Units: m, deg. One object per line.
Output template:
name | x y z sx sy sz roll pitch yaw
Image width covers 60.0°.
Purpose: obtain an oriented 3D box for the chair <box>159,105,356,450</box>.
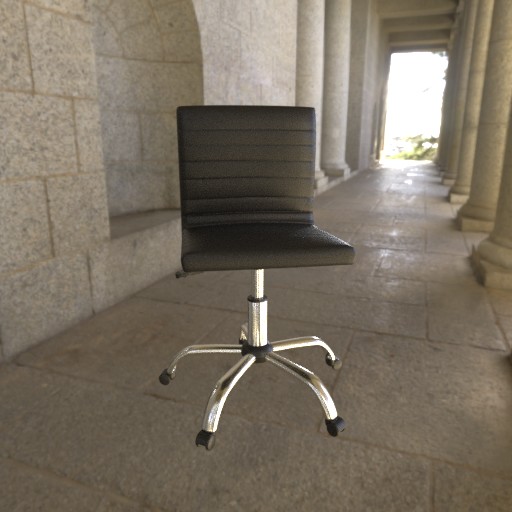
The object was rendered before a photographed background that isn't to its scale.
chair | 0.000 0.000 1.182 0.556 0.780 0.530 -2 15 -9
